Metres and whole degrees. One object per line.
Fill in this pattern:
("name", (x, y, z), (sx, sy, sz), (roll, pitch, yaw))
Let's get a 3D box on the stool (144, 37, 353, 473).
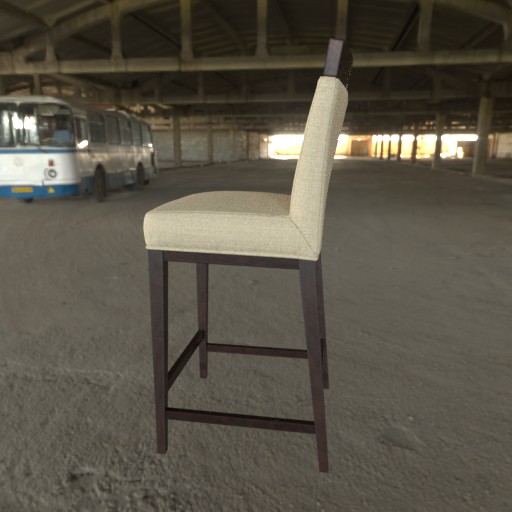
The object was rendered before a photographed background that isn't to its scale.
("stool", (0.000, 0.000, 1.371), (0.531, 1.117, 0.511), (2, 14, 9))
